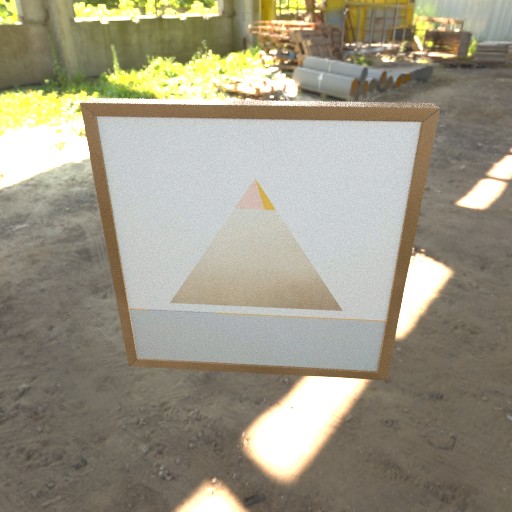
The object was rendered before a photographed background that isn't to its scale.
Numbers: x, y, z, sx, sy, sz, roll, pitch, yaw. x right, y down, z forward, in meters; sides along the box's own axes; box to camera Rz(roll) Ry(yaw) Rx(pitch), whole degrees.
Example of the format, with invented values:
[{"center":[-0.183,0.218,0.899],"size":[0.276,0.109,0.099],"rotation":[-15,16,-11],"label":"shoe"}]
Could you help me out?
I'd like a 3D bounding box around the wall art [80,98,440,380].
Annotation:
[{"center":[0.000,0.000,0.770],"size":[0.513,0.511,0.038],"rotation":[2,29,4],"label":"wall art"}]
